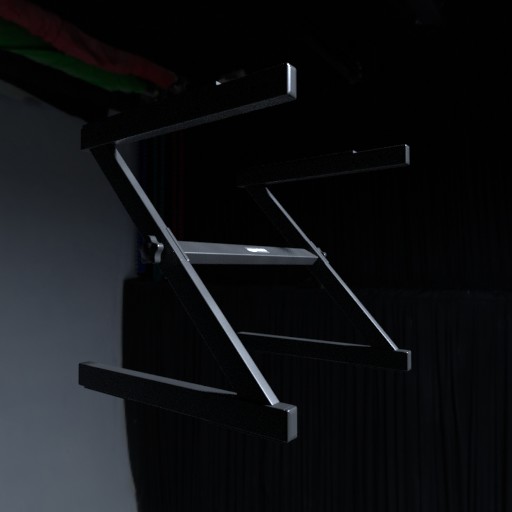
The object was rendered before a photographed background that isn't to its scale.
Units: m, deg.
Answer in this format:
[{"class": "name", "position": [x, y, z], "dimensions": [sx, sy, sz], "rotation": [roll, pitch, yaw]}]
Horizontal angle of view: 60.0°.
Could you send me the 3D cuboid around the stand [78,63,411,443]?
[{"class": "stand", "position": [0.000, 0.000, 1.128], "dimensions": [0.586, 0.617, 0.700], "rotation": [-1, -2, 36]}]
